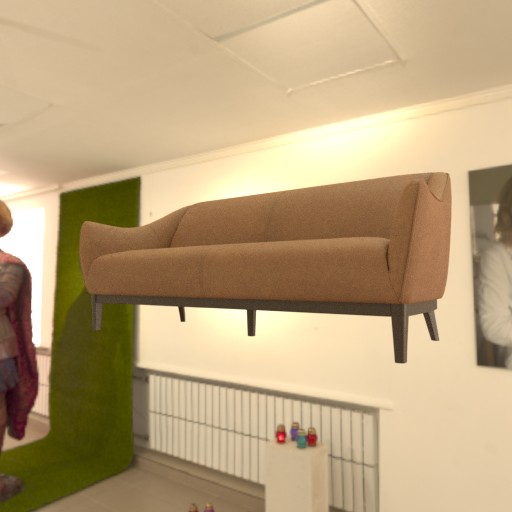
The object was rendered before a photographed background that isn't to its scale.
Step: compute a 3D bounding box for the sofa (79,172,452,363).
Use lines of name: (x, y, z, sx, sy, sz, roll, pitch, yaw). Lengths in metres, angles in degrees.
sofa: (0.000, 0.000, 2.341, 1.928, 0.830, 0.869, -2, -4, 35)
